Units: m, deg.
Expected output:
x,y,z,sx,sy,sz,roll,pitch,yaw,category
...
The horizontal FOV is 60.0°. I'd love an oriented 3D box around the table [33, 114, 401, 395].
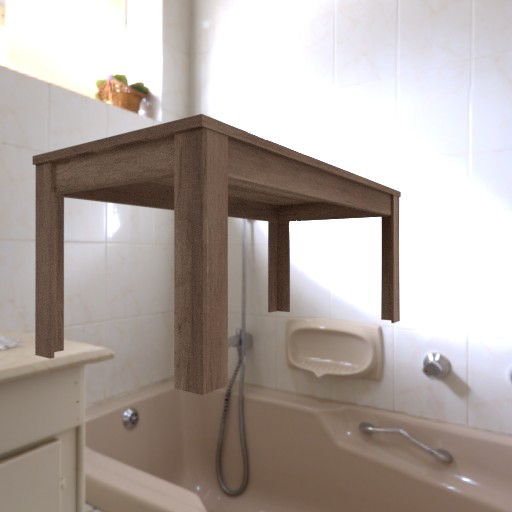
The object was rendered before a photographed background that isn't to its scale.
x,y,z,sx,sy,sz,roll,pitch,yaw,category
0.000,0.000,2.233,0.900,0.790,1.800,0,0,35,table
